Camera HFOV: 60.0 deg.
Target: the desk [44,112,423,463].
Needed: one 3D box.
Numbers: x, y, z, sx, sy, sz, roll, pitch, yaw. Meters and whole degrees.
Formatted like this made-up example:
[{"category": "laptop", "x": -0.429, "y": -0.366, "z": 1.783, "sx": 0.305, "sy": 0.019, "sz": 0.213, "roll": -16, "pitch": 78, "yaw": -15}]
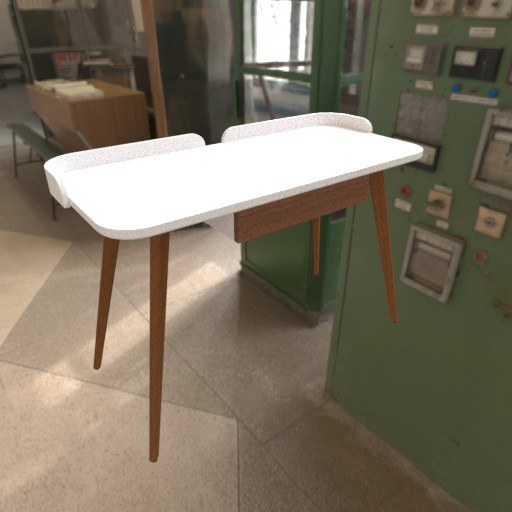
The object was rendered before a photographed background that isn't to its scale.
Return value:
[{"category": "desk", "x": 0.000, "y": 0.000, "z": 1.612, "sx": 1.206, "sy": 0.807, "sz": 0.534, "roll": -20, "pitch": 34, "yaw": -32}]
